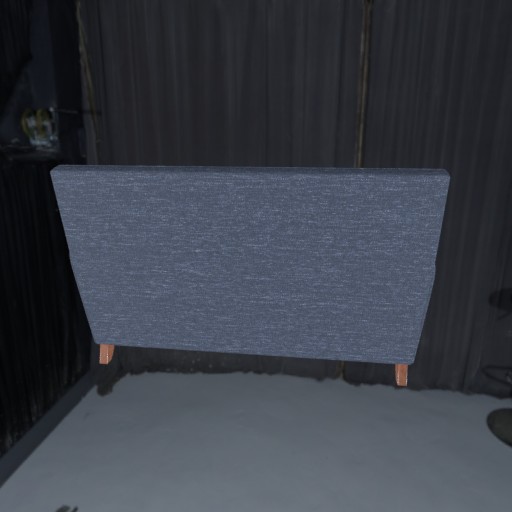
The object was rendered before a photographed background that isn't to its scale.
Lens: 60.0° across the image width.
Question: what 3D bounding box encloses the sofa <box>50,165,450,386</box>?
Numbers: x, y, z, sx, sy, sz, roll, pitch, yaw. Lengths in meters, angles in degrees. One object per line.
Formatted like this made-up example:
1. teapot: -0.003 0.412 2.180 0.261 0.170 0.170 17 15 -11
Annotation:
1. sofa: 0.000 0.000 1.994 1.420 0.846 0.875 2 16 8
